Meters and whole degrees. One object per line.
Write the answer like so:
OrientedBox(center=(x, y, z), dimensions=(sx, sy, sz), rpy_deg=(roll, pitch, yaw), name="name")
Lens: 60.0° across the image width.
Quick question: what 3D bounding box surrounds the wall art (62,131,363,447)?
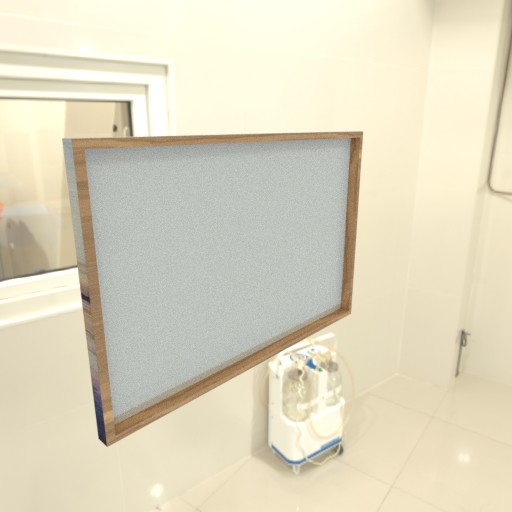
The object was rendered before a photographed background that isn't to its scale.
OrientedBox(center=(0.000, 0.000, 1.138), dimensions=(0.037, 0.605, 0.911), rpy_deg=(15, 23, 41), name="wall art")
